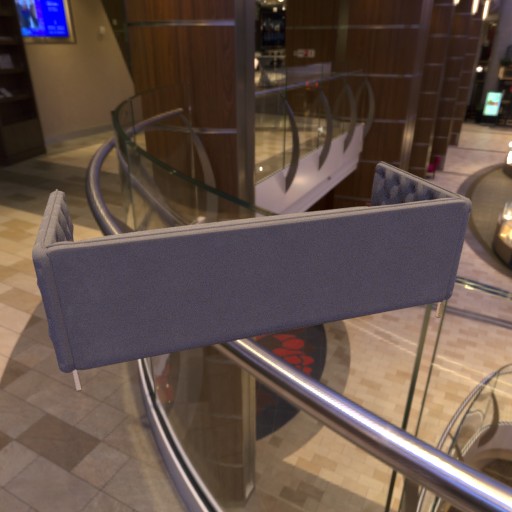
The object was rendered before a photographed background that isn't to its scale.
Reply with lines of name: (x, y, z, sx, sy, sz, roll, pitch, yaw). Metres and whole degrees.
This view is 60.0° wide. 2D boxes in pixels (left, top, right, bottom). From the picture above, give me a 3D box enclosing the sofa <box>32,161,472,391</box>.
sofa: (0.000, 0.000, 2.593, 2.209, 0.771, 0.895, -8, 27, -16)
